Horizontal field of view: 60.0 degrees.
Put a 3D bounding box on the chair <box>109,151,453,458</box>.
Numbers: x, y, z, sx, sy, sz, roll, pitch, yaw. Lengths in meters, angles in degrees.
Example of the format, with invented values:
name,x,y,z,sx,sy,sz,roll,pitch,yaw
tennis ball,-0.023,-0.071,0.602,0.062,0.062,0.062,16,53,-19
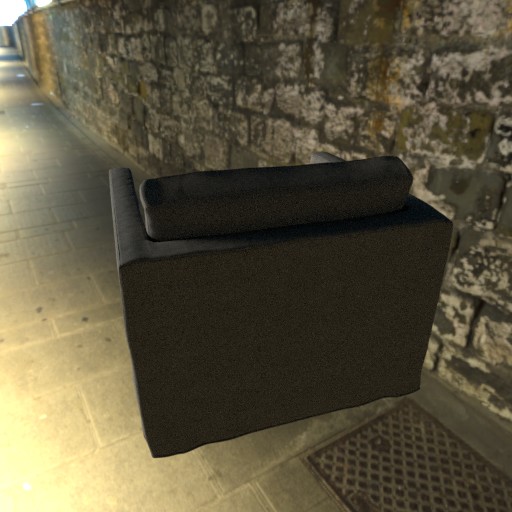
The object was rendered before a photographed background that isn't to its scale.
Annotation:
name,x,y,z,sx,sy,sz,roll,pitch,yaw
chair,0.000,0.000,1.750,1.057,0.863,0.949,-8,28,-16
